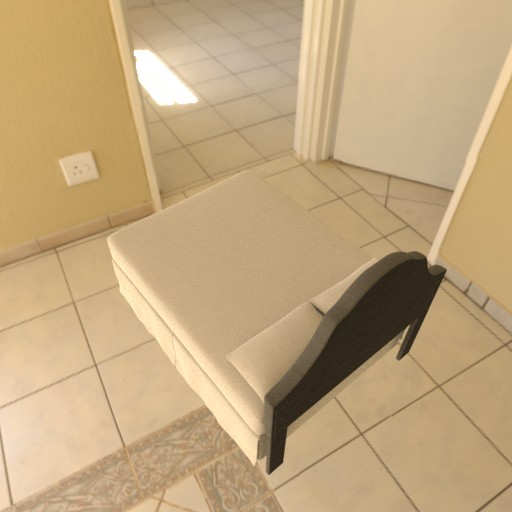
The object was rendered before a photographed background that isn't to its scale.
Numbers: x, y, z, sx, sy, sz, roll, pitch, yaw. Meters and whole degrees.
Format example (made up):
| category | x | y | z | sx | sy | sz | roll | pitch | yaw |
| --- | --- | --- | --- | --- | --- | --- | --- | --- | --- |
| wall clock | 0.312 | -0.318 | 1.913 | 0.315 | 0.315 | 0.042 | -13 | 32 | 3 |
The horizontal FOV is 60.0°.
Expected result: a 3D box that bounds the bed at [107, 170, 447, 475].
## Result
| category | x | y | z | sx | sy | sz | roll | pitch | yaw |
| --- | --- | --- | --- | --- | --- | --- | --- | --- | --- |
| bed | 0.000 | 0.000 | 3.357 | 1.636 | 1.575 | 2.155 | -30 | 53 | -26 |
